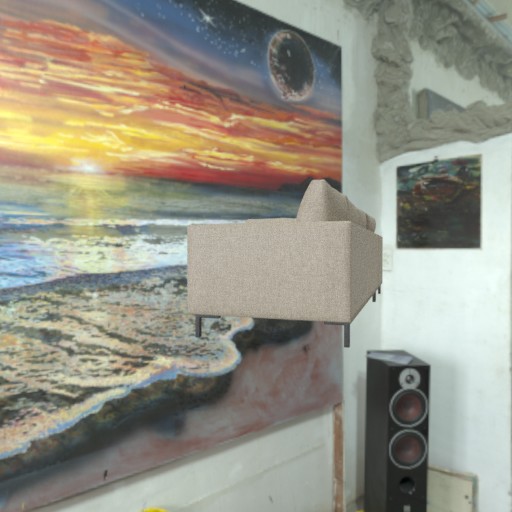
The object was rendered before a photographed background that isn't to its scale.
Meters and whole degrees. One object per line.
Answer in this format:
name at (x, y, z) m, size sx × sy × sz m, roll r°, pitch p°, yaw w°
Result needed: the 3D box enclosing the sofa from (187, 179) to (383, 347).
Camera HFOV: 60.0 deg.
sofa at (0.000, 0.000, 3.150) m, size 1.617 × 0.703 × 2.423 m, roll 0°, pitch 1°, yaw 19°
